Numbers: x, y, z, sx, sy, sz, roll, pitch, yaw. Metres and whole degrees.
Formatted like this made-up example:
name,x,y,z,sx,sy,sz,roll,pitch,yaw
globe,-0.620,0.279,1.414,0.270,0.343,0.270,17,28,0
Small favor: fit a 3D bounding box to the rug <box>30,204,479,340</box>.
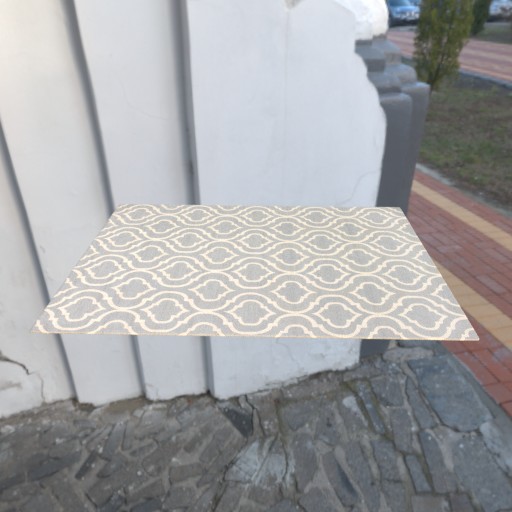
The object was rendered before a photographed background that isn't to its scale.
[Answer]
name,x,y,z,sx,sy,sz,roll,pitch,yaw
rug,0.000,0.000,2.665,2.080,0.010,1.451,1,31,1
